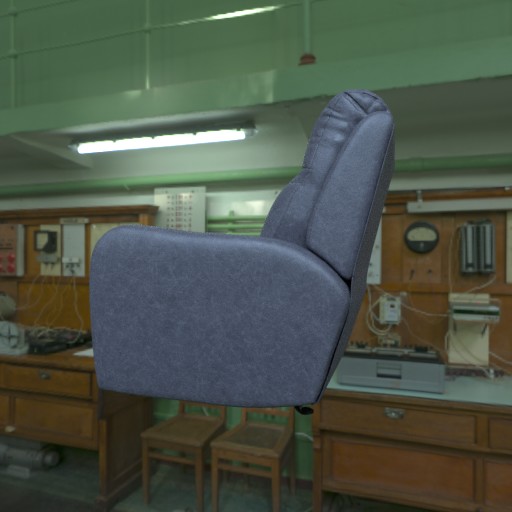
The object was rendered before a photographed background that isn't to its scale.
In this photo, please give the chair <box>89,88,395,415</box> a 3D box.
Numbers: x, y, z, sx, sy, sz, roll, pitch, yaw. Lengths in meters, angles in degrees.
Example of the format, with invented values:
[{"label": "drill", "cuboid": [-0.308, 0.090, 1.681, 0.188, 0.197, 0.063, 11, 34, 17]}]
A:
[{"label": "chair", "cuboid": [0.000, 0.000, 1.786, 1.067, 1.067, 0.865, 0, 1, 18]}]
